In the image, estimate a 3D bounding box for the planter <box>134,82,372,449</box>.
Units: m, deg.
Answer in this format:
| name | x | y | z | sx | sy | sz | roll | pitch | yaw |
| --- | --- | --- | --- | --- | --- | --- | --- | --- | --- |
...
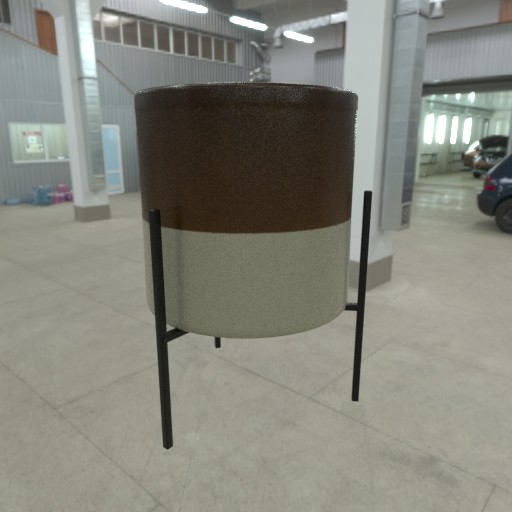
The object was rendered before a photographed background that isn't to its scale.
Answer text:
| name | x | y | z | sx | sy | sz | roll | pitch | yaw |
| --- | --- | --- | --- | --- | --- | --- | --- | --- | --- |
| planter | 0.000 | 0.000 | 0.548 | 0.269 | 0.375 | 0.255 | 2 | 15 | 7 |
